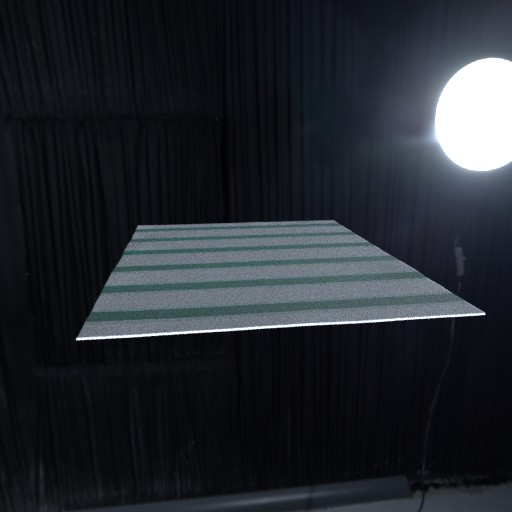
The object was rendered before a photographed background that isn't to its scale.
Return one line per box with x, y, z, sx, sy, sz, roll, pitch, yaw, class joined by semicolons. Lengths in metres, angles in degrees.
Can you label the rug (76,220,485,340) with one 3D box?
0.000;0.000;4.019;2.434;0.019;3.041;-2;16;-8;rug
